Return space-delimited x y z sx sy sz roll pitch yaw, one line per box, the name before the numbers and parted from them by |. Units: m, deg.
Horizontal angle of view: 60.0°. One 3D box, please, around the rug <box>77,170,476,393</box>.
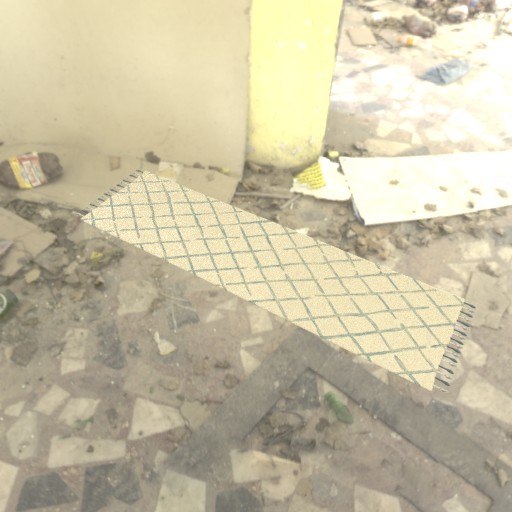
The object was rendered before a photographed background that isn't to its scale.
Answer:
rug | 0.000 0.000 2.591 2.372 0.008 0.620 24 51 21
